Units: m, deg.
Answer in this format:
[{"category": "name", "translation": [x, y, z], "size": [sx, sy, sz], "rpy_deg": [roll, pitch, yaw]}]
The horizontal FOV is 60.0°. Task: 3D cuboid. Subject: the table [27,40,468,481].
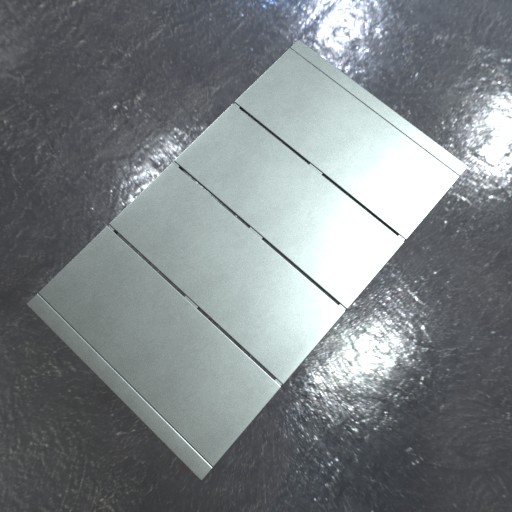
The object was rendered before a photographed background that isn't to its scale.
[{"category": "table", "translation": [0.000, 0.000, 1.283], "size": [0.559, 0.460, 0.965], "rpy_deg": [41, 79, 9]}]
